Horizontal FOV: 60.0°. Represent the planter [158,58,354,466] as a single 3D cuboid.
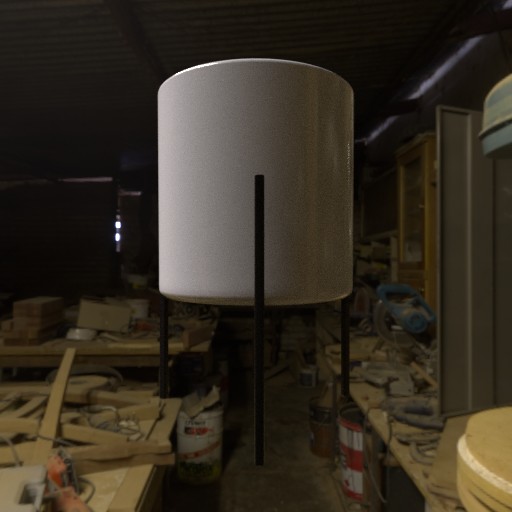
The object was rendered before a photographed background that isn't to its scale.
[{"bbox_3d":[0.000,0.000,0.494,0.239,0.356,0.239,0,0,-1],"label":"planter"}]
